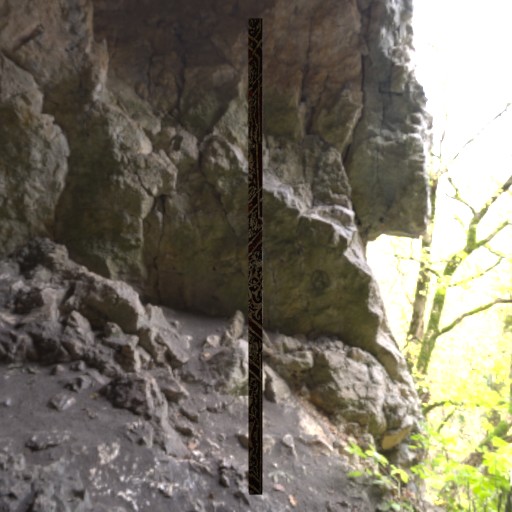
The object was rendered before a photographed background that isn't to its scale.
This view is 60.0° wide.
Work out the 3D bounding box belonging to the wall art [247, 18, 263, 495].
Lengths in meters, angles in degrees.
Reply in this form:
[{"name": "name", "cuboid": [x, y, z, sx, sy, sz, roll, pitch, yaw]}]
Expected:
[{"name": "wall art", "cuboid": [0.000, 0.000, 0.755, 0.020, 0.599, 0.397, 0, 1, 0]}]
